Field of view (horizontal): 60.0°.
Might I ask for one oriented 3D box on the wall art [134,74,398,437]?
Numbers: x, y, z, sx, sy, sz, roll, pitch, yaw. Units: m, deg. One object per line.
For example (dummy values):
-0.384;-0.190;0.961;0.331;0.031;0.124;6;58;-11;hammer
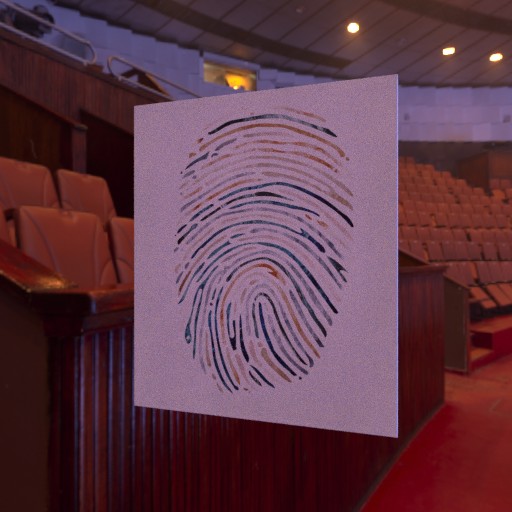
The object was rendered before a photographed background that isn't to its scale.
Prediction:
0.000;0.000;0.834;0.508;0.606;0.037;0;0;18;wall art
